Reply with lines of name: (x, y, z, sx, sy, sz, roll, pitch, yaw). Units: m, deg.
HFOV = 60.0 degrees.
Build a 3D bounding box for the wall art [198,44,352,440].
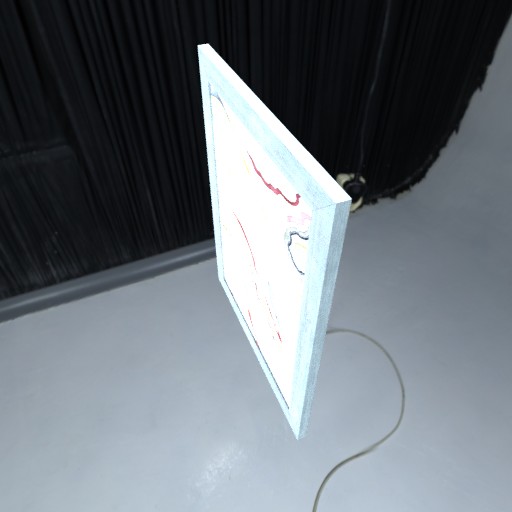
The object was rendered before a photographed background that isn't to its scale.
wall art: (0.000, 0.000, 0.845, 0.020, 0.613, 0.481, -17, 48, -16)
